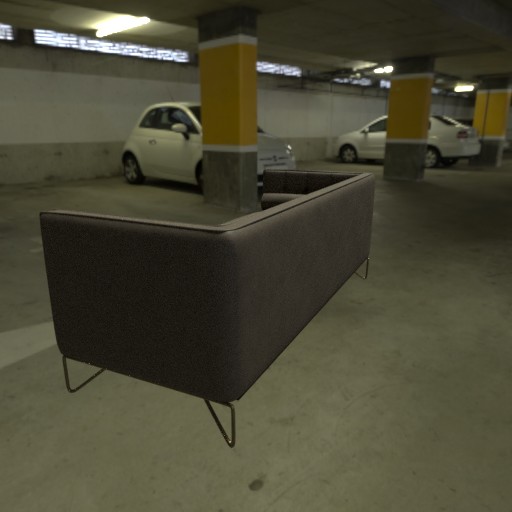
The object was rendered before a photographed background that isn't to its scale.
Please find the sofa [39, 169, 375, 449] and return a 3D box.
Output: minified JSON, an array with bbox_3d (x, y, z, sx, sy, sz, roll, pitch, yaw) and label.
[{"bbox_3d":[0.000,0.000,2.486,0.867,0.789,2.087,8,18,25],"label":"sofa"}]
